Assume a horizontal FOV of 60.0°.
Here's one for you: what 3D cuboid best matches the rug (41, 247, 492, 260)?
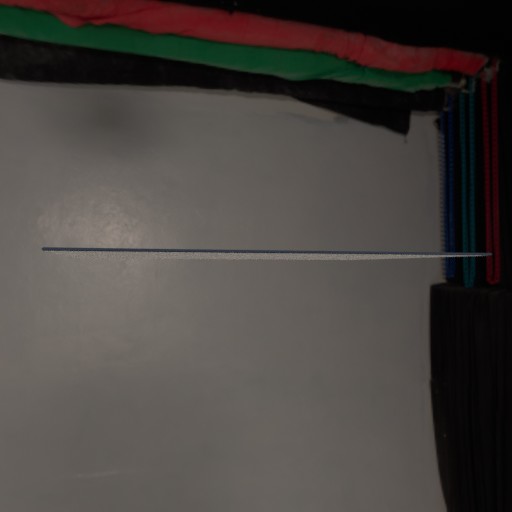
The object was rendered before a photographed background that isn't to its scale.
[{"bbox_3d":[0.000,0.000,2.831,2.294,0.014,1.528,0,-2,-19],"label":"rug"}]
